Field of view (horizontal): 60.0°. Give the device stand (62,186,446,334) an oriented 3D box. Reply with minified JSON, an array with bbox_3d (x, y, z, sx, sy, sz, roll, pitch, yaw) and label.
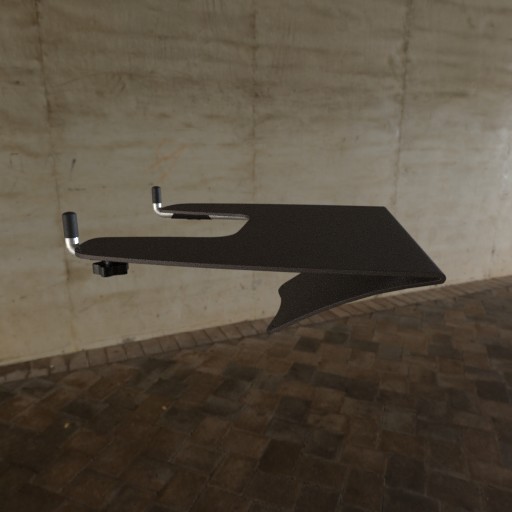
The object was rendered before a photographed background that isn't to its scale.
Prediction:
[{"bbox_3d":[0.000,0.000,0.357,0.230,0.092,0.230,2,15,8],"label":"device stand"}]
